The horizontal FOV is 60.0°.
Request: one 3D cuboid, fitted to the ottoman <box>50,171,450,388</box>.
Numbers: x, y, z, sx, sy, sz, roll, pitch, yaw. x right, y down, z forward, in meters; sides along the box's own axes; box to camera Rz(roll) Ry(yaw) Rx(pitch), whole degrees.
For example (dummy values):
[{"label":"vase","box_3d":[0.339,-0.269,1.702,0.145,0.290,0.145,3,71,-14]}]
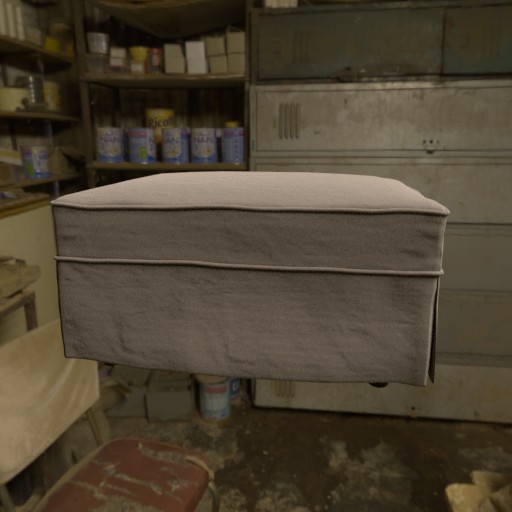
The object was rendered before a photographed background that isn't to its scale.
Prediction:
[{"label":"ottoman","box_3d":[0.000,0.000,1.320,0.944,0.479,0.703,2,15,8]}]
